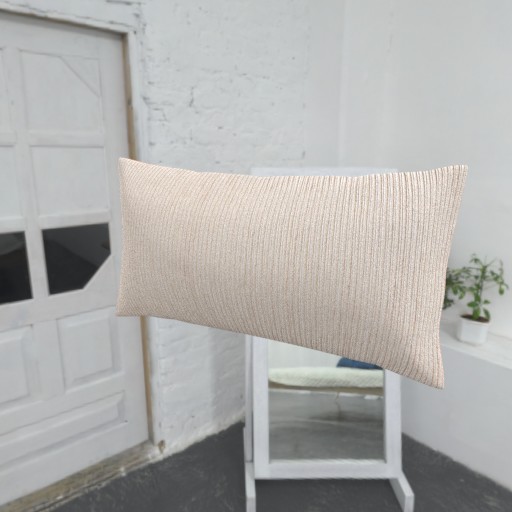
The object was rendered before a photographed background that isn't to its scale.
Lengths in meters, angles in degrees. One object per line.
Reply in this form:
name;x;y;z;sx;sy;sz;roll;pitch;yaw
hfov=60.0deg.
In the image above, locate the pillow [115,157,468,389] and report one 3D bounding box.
pillow;0.000;0.000;0.732;0.608;0.307;0.155;7;16;26
